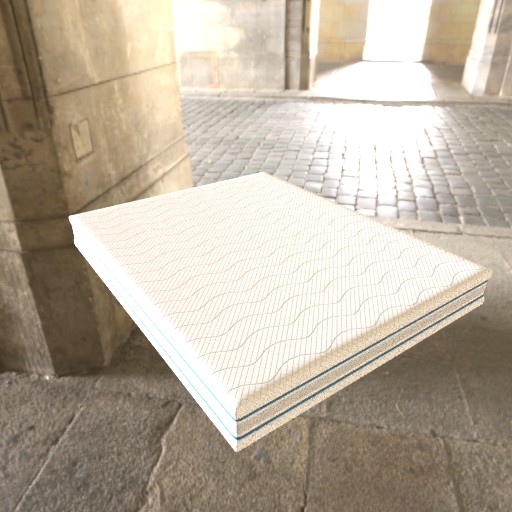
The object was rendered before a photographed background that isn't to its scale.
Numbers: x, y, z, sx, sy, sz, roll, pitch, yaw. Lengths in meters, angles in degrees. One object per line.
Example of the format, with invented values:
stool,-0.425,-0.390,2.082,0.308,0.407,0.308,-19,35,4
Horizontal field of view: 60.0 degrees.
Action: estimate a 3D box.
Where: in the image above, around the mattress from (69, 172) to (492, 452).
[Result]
mattress,0.000,0.000,2.655,1.600,0.230,2.000,-19,34,-31
